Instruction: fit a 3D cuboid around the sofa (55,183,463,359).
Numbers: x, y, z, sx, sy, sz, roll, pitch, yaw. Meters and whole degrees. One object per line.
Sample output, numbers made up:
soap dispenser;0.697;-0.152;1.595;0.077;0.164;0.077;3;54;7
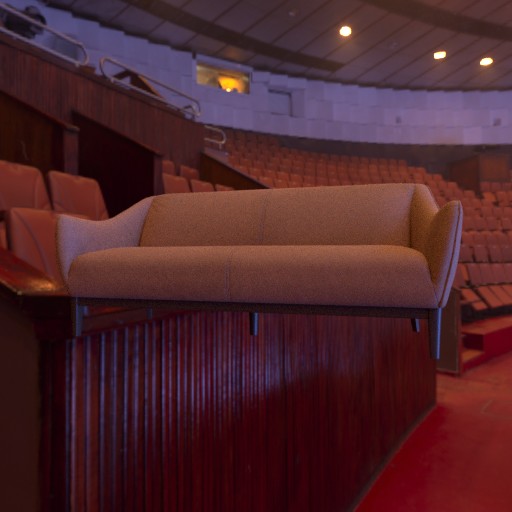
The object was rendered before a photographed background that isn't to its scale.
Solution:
sofa;0.000;0.000;2.375;1.928;0.830;0.869;0;0;17
